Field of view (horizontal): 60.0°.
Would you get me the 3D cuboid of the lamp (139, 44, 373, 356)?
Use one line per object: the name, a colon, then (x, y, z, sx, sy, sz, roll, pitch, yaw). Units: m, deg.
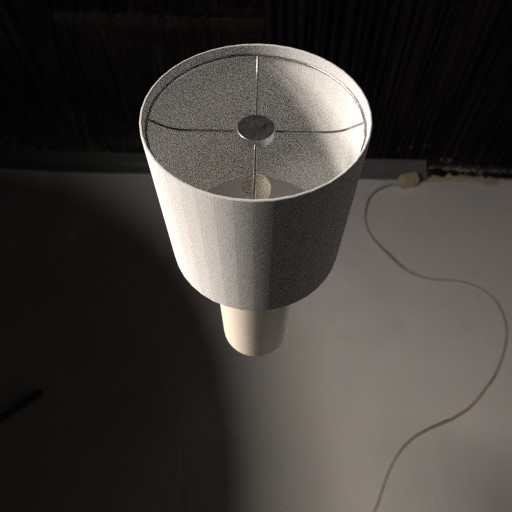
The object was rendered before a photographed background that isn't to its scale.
lamp: (0.000, 0.000, 0.613, 0.212, 0.493, 0.212, 1, 58, 1)
